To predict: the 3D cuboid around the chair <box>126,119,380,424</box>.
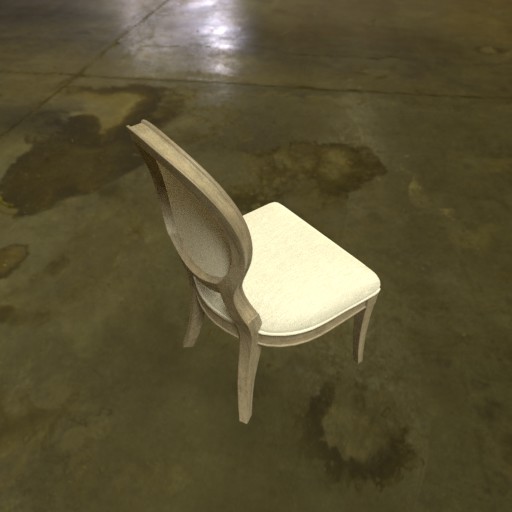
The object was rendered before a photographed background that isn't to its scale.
[{"bbox_3d":[0.000,0.000,1.365,0.602,0.990,0.558,-26,48,-27],"label":"chair"}]
